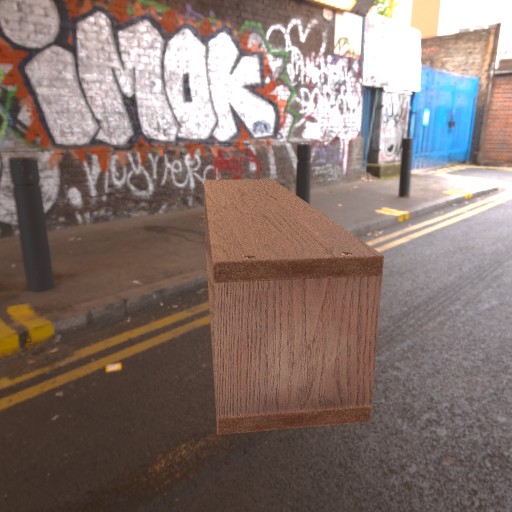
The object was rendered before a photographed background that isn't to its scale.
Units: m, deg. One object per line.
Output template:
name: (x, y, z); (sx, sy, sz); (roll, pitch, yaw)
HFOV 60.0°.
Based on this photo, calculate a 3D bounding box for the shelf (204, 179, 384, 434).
shelf: (0.000, 0.000, 0.693); (0.150, 0.170, 0.610); (-2, 16, -7)
